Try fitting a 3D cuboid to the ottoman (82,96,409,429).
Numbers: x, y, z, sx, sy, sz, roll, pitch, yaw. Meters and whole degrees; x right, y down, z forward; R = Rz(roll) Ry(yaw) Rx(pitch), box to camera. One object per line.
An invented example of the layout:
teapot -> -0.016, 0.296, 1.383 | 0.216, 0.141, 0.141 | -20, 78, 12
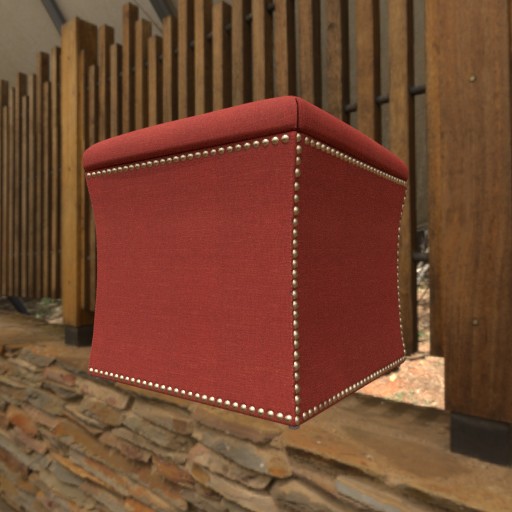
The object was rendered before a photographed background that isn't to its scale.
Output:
ottoman -> 0.000, 0.000, 0.907 | 0.497, 0.475, 0.507 | 0, -1, 36
